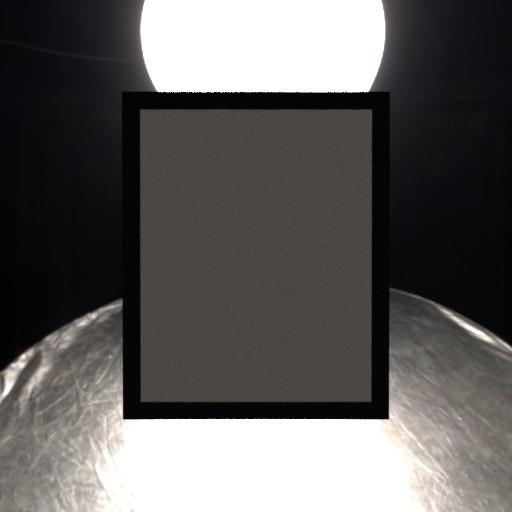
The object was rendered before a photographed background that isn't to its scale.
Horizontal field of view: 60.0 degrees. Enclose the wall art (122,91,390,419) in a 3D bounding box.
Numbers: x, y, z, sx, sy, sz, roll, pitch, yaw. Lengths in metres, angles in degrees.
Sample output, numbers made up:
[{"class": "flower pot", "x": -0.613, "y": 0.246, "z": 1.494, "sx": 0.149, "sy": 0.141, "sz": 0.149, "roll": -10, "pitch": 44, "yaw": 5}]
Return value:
[{"class": "wall art", "x": 0.000, "y": 0.000, "z": 0.557, "sx": 0.329, "sy": 0.404, "sz": 0.024, "roll": 0, "pitch": 1, "yaw": 0}]
